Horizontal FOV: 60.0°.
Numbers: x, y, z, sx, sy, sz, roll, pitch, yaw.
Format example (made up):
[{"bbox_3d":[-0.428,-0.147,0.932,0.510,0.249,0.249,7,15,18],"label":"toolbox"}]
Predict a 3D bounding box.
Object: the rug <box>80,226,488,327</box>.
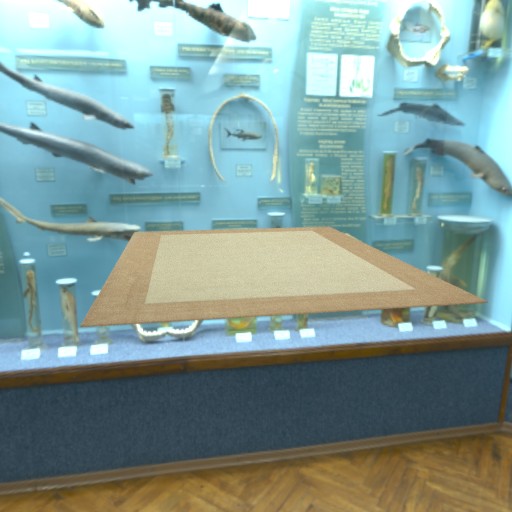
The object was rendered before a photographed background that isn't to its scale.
[{"bbox_3d":[0.000,0.000,4.047,2.438,0.014,3.048,-2,13,-9],"label":"rug"}]
